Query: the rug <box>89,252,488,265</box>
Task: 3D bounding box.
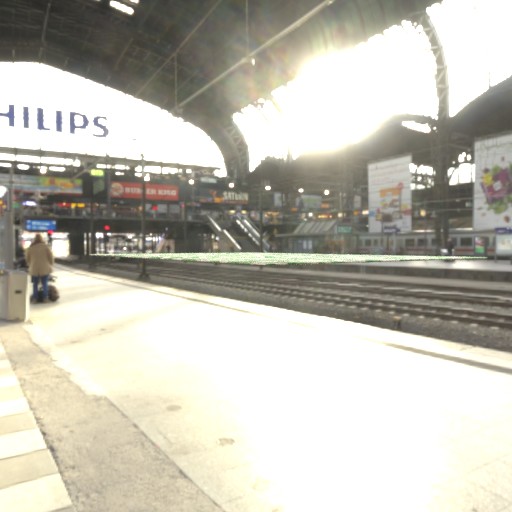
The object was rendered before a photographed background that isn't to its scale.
[{"bbox_3d":[0.000,0.000,2.348,1.220,0.006,1.826,-1,2,-36],"label":"rug"}]
